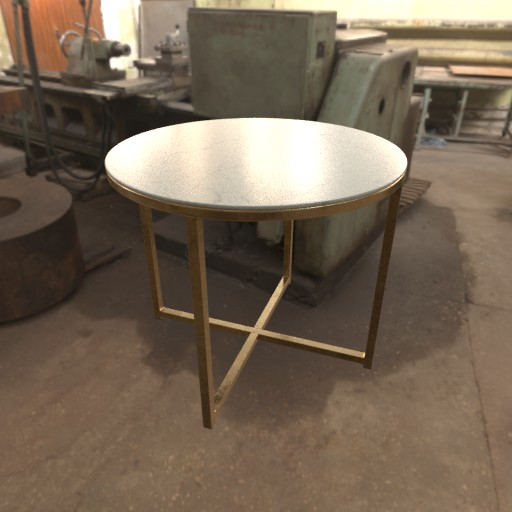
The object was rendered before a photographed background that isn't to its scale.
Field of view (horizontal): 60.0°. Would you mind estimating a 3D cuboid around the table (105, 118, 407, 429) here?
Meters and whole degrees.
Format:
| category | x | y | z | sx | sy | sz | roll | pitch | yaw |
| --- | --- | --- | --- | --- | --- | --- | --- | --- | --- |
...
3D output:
| category | x | y | z | sx | sy | sz | roll | pitch | yaw |
| --- | --- | --- | --- | --- | --- | --- | --- | --- | --- |
| table | 0.000 | 0.000 | 0.866 | 0.500 | 0.420 | 0.500 | 0 | 29 | 0 |
